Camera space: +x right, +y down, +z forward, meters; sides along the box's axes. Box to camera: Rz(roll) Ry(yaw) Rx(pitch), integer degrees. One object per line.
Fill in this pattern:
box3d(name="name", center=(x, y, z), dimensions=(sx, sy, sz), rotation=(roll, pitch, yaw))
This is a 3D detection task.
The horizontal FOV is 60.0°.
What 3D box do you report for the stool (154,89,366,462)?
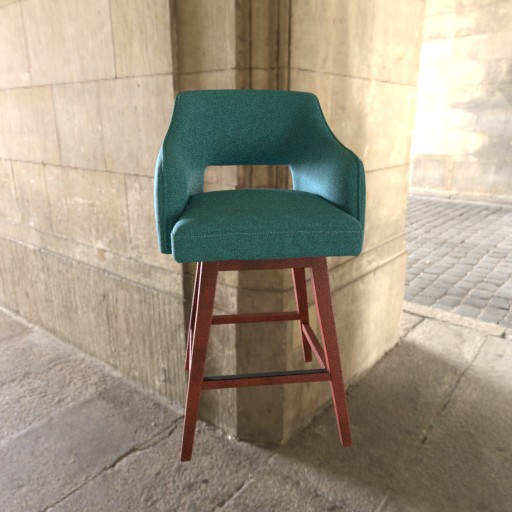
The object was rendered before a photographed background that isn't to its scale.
box3d(name="stool", center=(0.000, 0.000, 1.319), dimensions=(0.548, 0.961, 0.556), rotation=(-2, 17, -7))
